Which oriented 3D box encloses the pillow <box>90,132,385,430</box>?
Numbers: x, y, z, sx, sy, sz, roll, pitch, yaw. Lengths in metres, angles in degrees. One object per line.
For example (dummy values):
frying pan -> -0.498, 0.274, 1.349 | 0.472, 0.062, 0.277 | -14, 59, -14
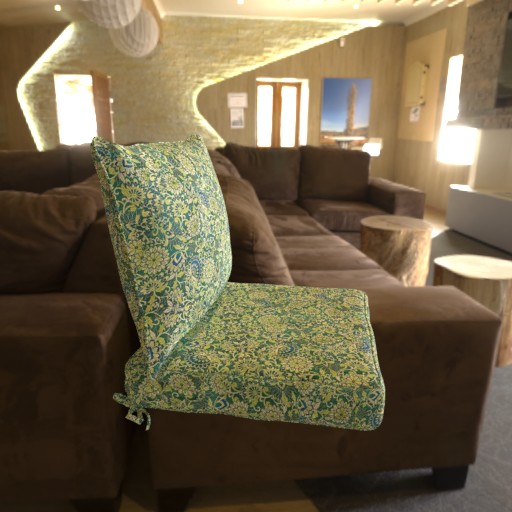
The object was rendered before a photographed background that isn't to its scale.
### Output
pillow -> 0.000, 0.000, 1.349 | 0.740, 0.722, 0.798 | 3, 16, 9
